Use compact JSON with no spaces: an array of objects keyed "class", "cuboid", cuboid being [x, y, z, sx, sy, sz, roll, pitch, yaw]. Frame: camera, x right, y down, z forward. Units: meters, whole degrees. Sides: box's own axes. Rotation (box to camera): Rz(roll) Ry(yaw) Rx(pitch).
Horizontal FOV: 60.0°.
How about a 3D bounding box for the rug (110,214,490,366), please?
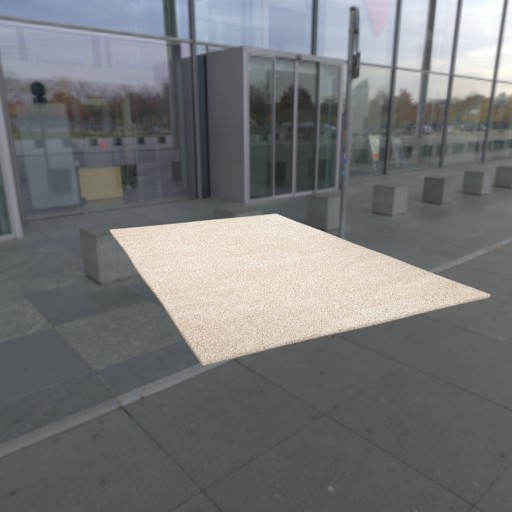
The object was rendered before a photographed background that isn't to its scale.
[{"class":"rug","cuboid":[0.000,0.000,3.430,1.800,0.025,2.699,-8,18,-24]}]
